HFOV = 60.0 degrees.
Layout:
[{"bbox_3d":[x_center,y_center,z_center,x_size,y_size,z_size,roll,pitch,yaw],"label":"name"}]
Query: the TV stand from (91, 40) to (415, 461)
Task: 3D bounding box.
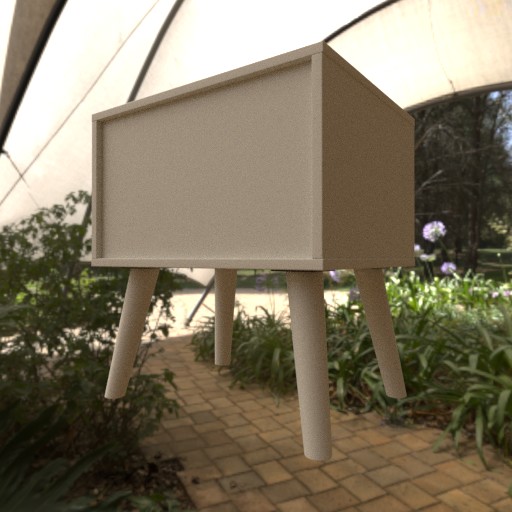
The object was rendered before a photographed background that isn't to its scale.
[{"bbox_3d":[0.000,0.000,0.888,0.508,0.559,0.405,0,0,36],"label":"TV stand"}]
